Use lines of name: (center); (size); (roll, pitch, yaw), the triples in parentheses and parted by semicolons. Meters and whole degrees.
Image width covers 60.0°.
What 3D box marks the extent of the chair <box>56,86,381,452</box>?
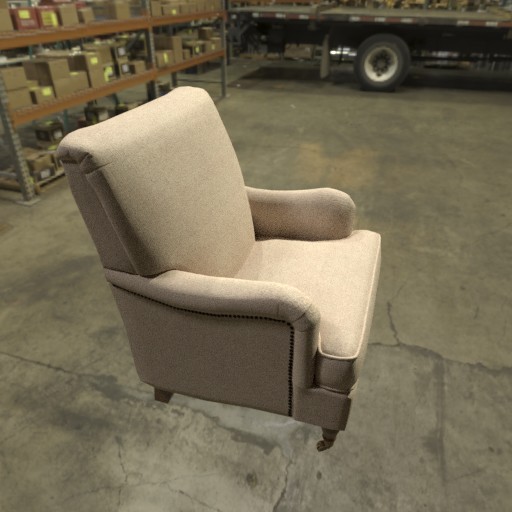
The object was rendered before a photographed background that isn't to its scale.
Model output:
chair: (0.000, 0.000, 1.751); (0.953, 1.119, 0.879); (10, 33, 15)
